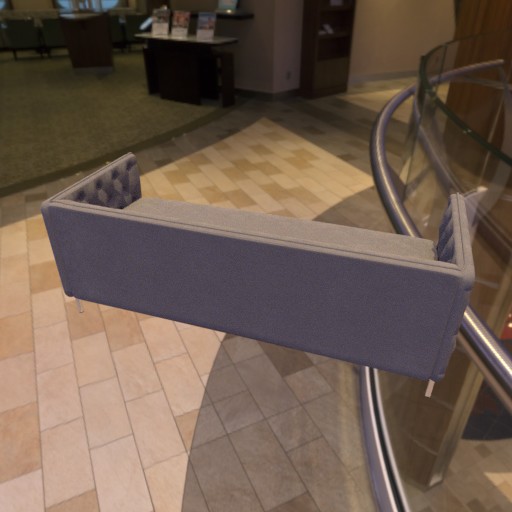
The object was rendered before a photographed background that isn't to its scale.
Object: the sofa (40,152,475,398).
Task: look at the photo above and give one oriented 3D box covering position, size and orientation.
[{"bbox_3d":[0.000,0.000,2.618,2.209,0.771,0.895,10,34,16],"label":"sofa"}]
